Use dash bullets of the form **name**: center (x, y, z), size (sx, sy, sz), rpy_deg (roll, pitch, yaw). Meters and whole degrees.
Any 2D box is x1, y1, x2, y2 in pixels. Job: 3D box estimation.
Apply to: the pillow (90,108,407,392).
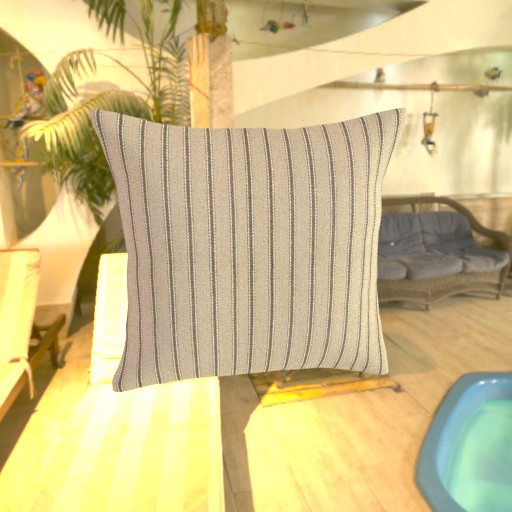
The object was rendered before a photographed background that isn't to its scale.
- **pillow**: center (0.000, 0.000, 0.693), size (0.468, 0.444, 0.138), rpy_deg (-2, 15, -8)
